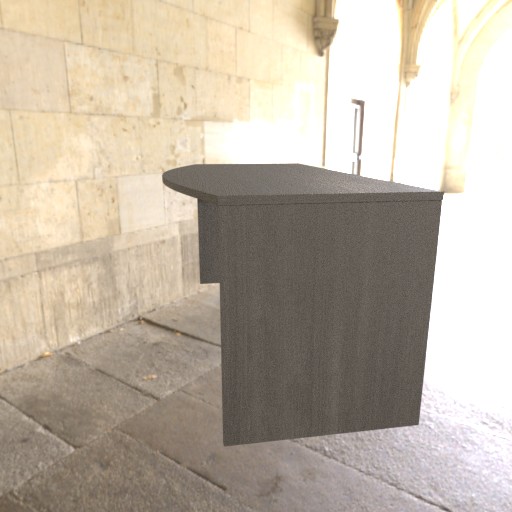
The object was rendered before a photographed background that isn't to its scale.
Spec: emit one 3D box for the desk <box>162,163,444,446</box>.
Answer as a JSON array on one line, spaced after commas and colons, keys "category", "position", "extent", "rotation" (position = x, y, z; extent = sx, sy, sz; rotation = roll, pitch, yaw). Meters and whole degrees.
[{"category": "desk", "position": [0.000, 0.000, 2.034], "extent": [0.802, 0.750, 1.600], "rotation": [-2, 15, -9]}]
